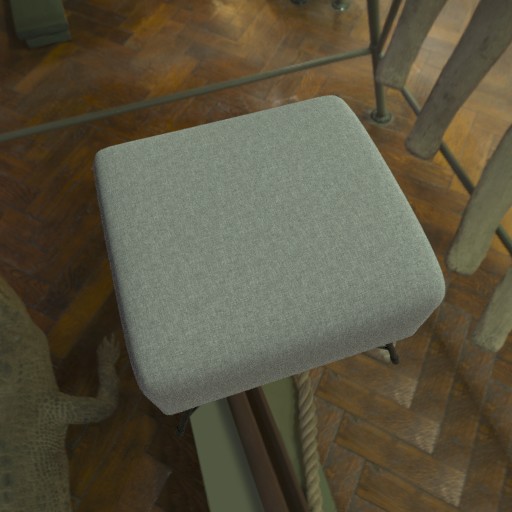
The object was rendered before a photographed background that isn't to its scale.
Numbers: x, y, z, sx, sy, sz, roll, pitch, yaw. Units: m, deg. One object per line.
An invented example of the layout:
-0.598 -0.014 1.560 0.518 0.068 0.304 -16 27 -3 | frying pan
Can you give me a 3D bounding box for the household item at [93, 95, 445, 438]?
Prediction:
0.000 0.000 0.917 0.530 0.410 0.530 -16 64 -8 | household item
